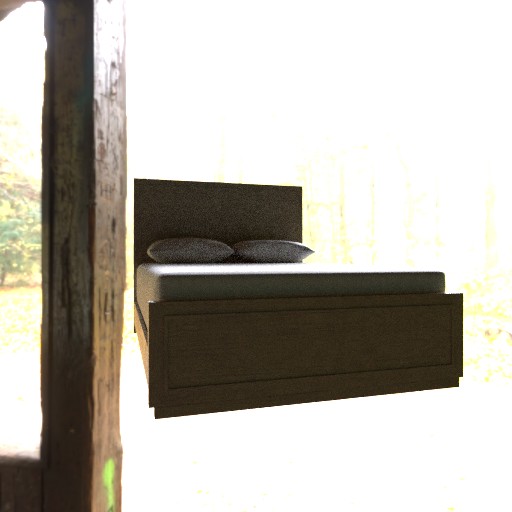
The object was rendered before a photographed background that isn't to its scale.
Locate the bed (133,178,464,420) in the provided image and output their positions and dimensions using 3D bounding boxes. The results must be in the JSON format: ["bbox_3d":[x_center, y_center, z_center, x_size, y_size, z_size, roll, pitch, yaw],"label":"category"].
[{"bbox_3d":[0.000,0.000,3.127,1.606,1.369,2.189,0,0,-17],"label":"bed"}]
